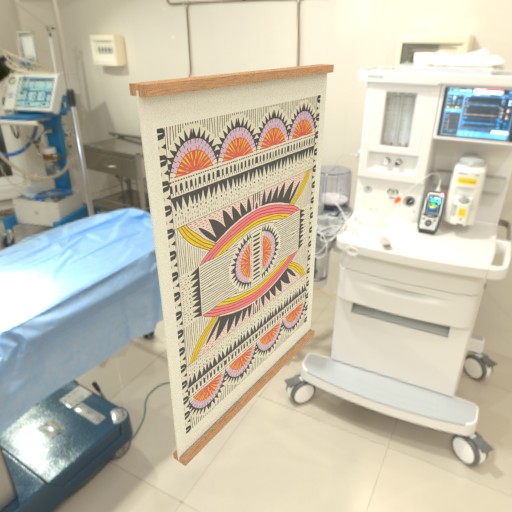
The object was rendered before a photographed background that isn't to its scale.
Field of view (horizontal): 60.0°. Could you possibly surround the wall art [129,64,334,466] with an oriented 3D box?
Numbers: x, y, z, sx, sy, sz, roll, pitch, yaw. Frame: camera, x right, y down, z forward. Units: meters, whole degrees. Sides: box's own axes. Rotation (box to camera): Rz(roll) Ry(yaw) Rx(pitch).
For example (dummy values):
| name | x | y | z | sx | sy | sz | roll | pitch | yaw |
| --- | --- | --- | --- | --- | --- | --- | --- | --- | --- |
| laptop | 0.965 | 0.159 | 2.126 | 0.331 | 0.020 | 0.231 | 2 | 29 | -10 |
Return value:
| name | x | y | z | sx | sy | sz | roll | pitch | yaw |
| --- | --- | --- | --- | --- | --- | --- | --- | --- | --- |
| wall art | 0.000 | 0.000 | 0.792 | 0.028 | 0.609 | 0.456 | 18 | 32 | 31 |
